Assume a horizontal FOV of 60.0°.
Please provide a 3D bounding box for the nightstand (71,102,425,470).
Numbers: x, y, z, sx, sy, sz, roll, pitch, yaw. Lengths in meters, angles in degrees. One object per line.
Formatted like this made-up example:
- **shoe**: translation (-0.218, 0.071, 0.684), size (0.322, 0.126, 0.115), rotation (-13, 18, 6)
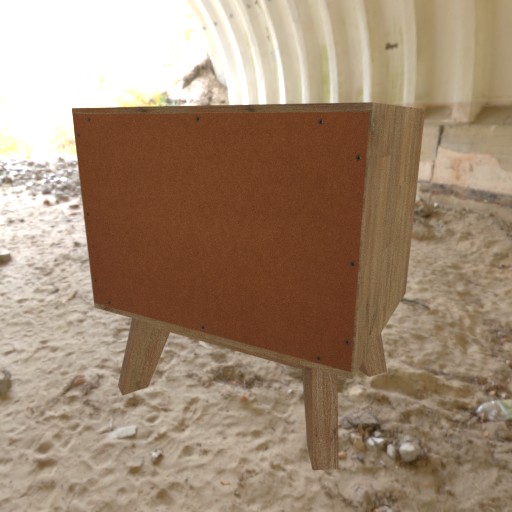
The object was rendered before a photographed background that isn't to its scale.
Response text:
- **nightstand**: translation (0.000, 0.000, 0.932), size (0.552, 0.589, 0.396), rotation (9, 19, 28)
